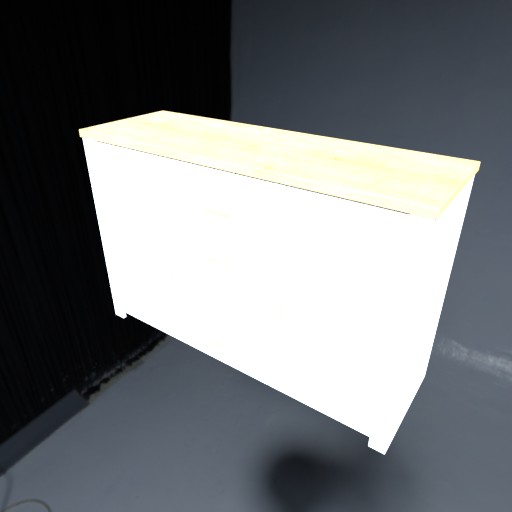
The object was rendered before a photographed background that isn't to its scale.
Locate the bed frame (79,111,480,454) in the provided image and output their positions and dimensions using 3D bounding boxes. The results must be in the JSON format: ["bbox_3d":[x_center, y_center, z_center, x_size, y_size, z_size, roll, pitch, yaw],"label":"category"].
[{"bbox_3d":[0.000,0.000,1.672,1.300,0.850,0.430,19,34,30],"label":"bed frame"}]
